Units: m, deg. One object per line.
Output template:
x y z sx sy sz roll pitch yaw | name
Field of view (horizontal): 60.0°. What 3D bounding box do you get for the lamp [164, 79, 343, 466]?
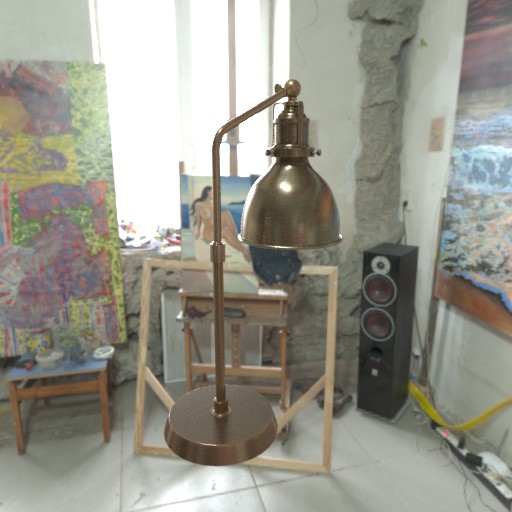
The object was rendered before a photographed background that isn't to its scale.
0.000 0.000 0.593 0.286 0.456 0.153 -14 19 -43 | lamp
